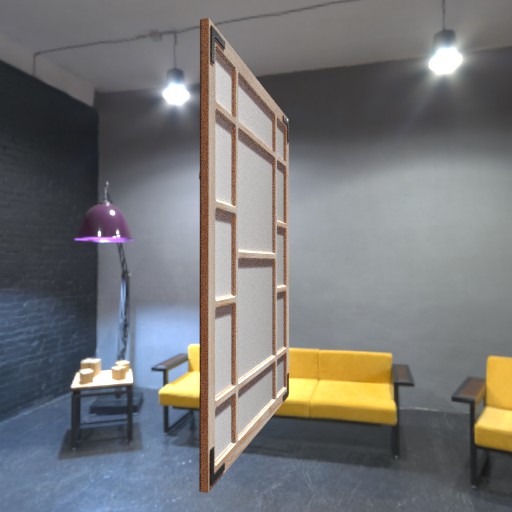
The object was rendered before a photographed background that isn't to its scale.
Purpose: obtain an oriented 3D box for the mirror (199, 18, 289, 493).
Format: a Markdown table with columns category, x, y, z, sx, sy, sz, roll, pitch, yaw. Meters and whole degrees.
| category | x | y | z | sx | sy | sz | roll | pitch | yaw |
| --- | --- | --- | --- | --- | --- | --- | --- | --- | --- |
| mirror | 0.000 | 0.000 | 1.265 | 0.025 | 0.996 | 0.705 | 0 | -1 | 18 |
